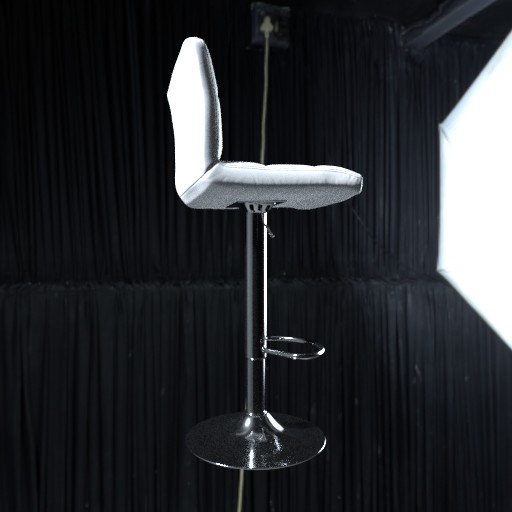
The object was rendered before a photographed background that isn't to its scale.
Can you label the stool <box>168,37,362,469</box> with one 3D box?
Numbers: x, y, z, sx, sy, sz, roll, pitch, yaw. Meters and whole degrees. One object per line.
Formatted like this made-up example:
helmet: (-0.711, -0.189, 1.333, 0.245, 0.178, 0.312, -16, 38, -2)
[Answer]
stool: (0.000, 0.000, 1.360, 0.505, 1.115, 0.430, 0, 0, -17)
